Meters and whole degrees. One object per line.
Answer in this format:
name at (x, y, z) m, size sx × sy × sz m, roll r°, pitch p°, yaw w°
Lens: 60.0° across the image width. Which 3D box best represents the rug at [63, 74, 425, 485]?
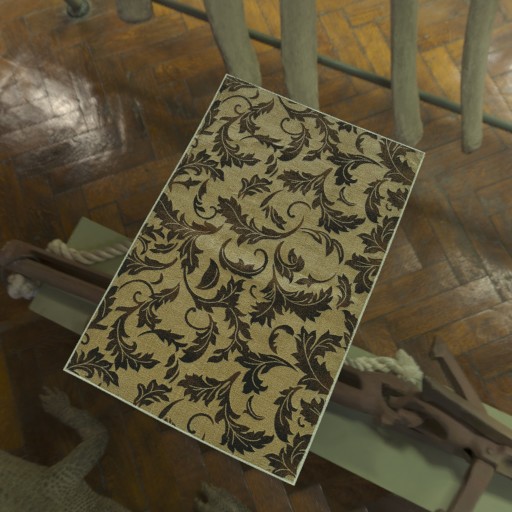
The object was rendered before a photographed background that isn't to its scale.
rug at (0.000, 0.000, 2.844) m, size 1.522 × 0.008 × 2.284 m, roll 24°, pitch 77°, yaw 6°
